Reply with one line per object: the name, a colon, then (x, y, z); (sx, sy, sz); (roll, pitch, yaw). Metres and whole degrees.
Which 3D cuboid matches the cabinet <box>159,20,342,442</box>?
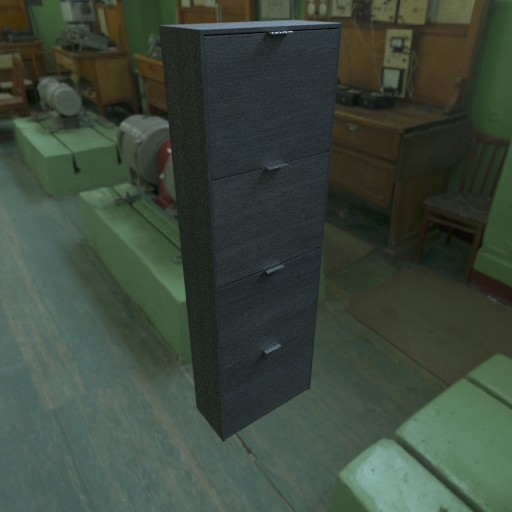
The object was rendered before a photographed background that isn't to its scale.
cabinet: (0.000, 0.000, 1.756); (0.520, 1.630, 0.255); (-21, 36, -31)
